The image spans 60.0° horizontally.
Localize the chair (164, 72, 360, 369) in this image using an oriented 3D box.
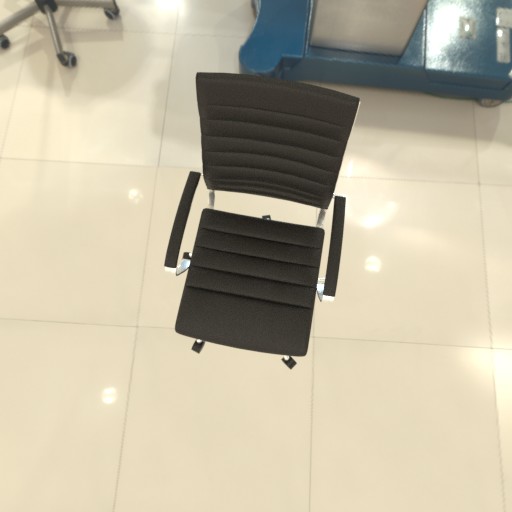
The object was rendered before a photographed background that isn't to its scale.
[{"bbox_3d":[0.000,0.000,1.632,0.766,1.149,0.739,10,75,3],"label":"chair"}]
